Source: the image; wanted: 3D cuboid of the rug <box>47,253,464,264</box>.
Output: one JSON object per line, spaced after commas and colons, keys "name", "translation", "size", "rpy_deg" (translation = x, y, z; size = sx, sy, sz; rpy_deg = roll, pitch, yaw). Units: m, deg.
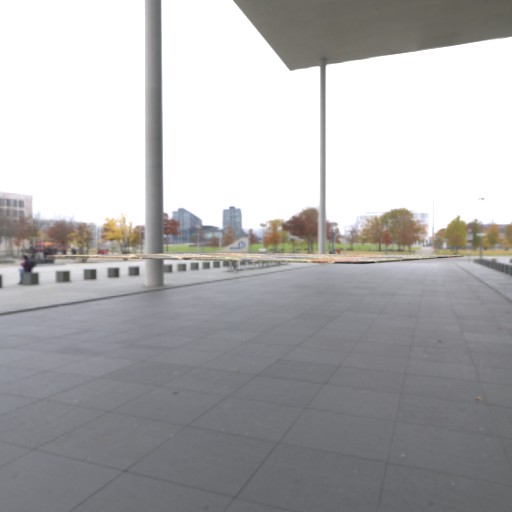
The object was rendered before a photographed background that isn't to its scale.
{"name": "rug", "translation": [0.000, 0.000, 4.252], "size": [3.200, 0.013, 2.439], "rpy_deg": [1, 1, 37]}
